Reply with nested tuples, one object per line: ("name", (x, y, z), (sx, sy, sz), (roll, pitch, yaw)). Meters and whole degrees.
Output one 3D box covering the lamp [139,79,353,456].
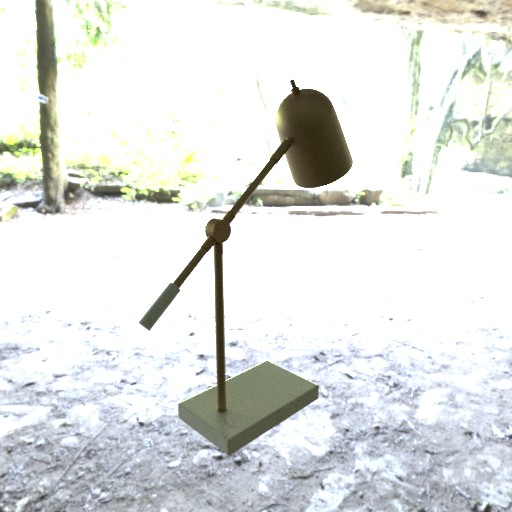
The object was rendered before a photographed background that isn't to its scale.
("lamp", (0.000, 0.000, 0.787), (0.471, 0.603, 0.144), (-14, 21, -42))
